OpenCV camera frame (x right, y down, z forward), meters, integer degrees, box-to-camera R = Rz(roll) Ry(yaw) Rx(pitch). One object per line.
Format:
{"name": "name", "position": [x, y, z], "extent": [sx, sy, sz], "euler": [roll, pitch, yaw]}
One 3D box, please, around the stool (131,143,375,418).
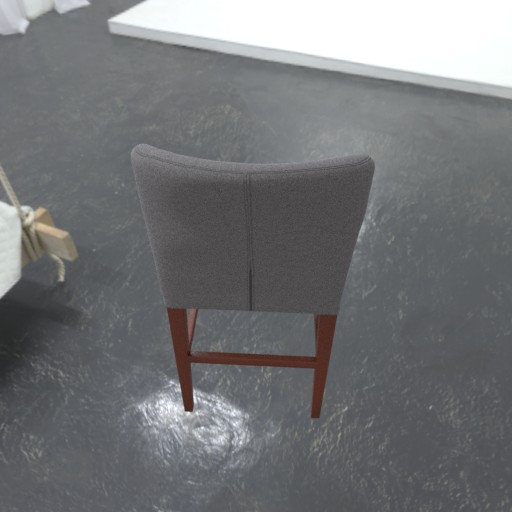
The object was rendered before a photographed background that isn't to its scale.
{"name": "stool", "position": [0.000, 0.000, 1.285], "extent": [0.481, 0.968, 0.568], "euler": [2, 46, 2]}
